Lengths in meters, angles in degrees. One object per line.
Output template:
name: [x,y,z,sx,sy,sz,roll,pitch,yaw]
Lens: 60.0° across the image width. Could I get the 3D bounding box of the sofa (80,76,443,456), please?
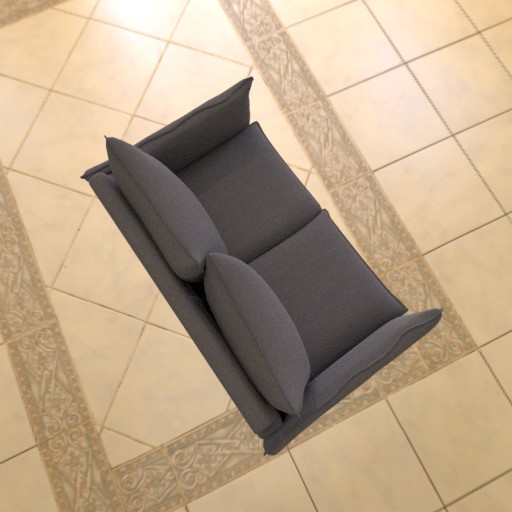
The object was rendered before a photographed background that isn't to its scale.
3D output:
sofa: [0.000,0.000,1.867,0.820,0.840,1.300,-34,78,-8]
